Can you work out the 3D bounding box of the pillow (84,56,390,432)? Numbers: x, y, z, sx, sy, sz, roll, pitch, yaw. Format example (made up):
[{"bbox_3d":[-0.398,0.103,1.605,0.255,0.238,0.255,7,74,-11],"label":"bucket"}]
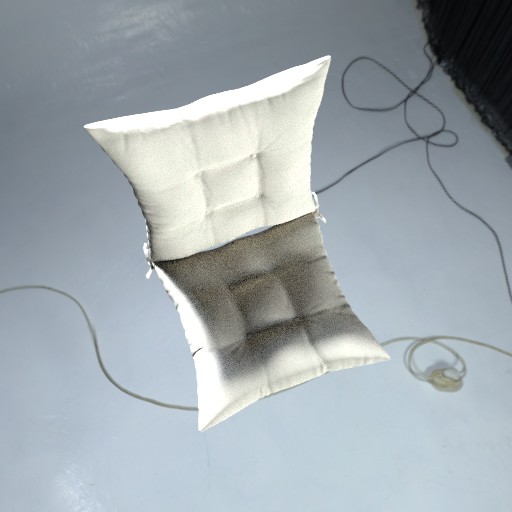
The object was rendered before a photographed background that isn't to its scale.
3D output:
[{"bbox_3d":[0.000,0.000,0.997,0.541,0.536,0.585,-19,66,-8],"label":"pillow"}]
